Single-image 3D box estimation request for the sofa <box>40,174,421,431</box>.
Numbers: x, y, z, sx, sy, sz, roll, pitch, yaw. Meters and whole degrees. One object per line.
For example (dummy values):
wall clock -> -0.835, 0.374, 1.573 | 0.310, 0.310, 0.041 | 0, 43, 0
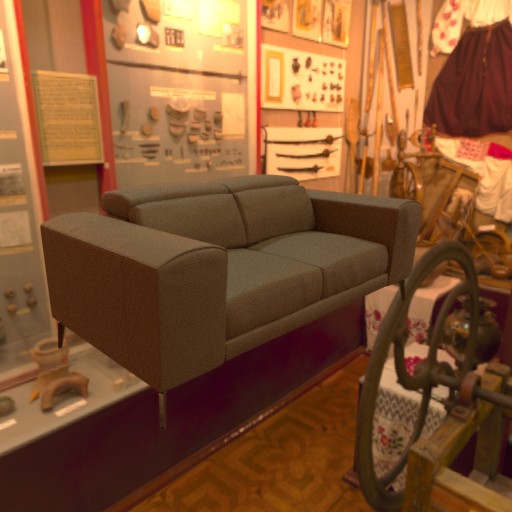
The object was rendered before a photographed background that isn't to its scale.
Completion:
sofa -> 0.000, 0.000, 2.419 | 1.003, 0.779, 1.895 | 15, 21, 43
